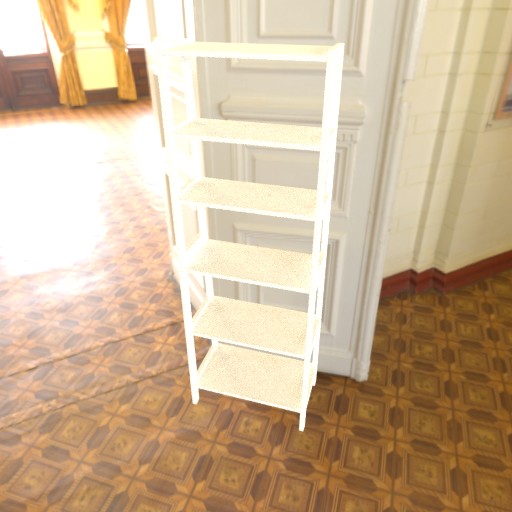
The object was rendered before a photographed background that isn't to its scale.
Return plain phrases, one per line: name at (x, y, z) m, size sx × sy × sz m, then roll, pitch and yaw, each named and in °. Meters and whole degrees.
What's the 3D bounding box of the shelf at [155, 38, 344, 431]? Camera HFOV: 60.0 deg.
shelf at (0.000, 0.000, 2.167) m, size 0.660 × 1.892 × 0.381 m, roll 9°, pitch 32°, yaw 15°
